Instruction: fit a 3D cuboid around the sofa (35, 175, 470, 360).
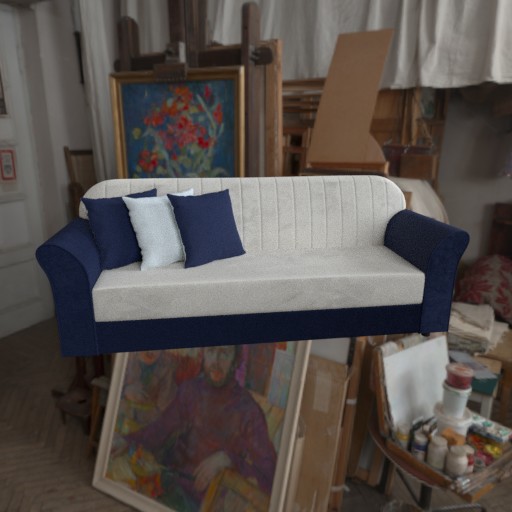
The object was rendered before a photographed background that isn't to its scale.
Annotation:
[{"bbox_3d":[0.000,0.000,2.416,2.006,0.789,0.749,-2,16,-8],"label":"sofa"}]
